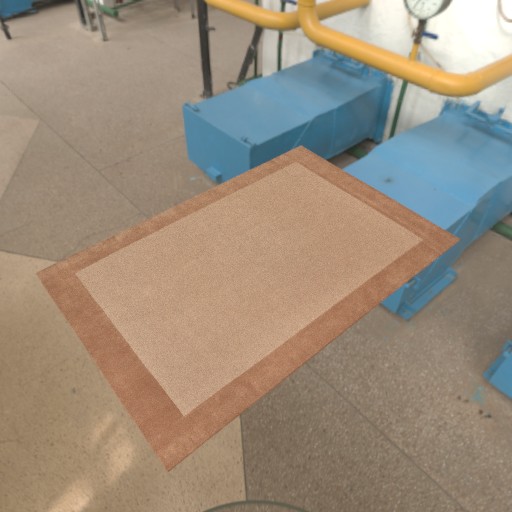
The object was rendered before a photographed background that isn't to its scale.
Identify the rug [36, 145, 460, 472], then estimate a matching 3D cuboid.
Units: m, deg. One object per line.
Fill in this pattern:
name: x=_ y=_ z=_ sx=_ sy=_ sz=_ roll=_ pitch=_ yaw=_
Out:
rug: x=0.000 y=0.000 z=2.280 sx=1.829 sy=0.014 sz=1.219 roll=-31 pitch=53 yaw=-27
